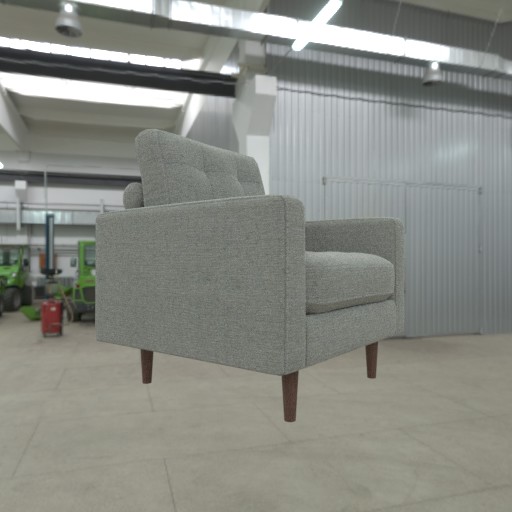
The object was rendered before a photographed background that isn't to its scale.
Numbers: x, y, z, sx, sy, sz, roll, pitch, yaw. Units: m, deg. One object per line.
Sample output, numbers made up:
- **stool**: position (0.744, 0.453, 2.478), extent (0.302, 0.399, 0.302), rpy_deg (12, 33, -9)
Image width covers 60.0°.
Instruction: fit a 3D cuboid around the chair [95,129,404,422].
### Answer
- **chair**: position (0.000, 0.000, 1.590), extent (0.843, 0.880, 0.821), rpy_deg (0, -1, 38)
